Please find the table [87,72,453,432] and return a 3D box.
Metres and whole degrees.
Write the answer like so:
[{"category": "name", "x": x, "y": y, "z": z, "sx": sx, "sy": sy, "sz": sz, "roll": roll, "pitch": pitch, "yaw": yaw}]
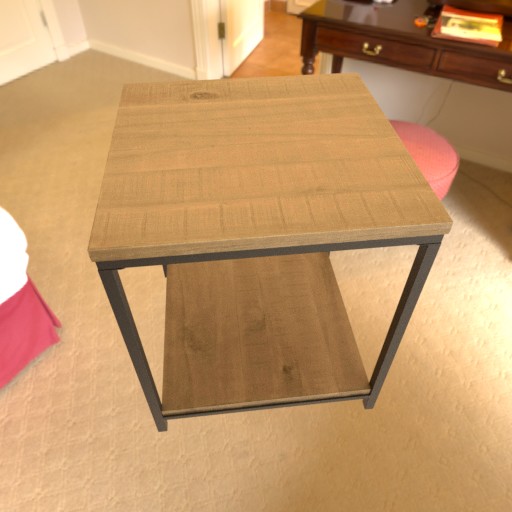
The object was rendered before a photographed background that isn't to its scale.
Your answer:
[{"category": "table", "x": 0.000, "y": 0.000, "z": 0.993, "sx": 0.507, "sy": 0.589, "sz": 0.503, "roll": -5, "pitch": 46, "yaw": -4}]
